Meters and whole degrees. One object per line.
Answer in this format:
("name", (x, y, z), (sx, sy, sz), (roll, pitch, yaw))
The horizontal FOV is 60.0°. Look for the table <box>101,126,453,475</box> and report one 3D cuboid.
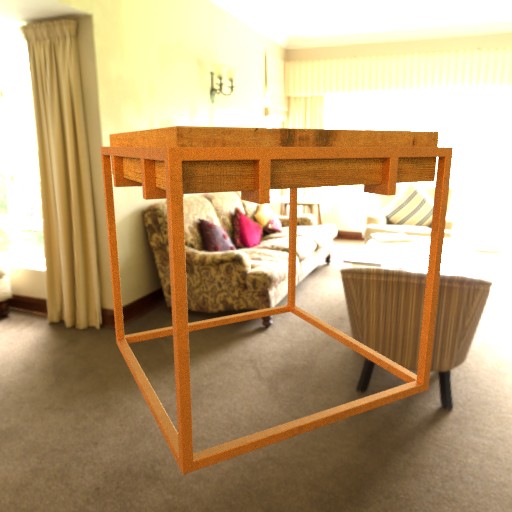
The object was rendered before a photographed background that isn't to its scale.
("table", (0.000, 0.000, 1.092), (0.599, 0.584, 0.599), (-7, 16, -27))
